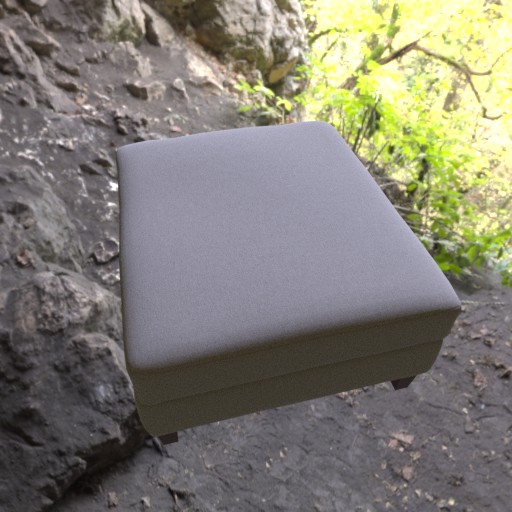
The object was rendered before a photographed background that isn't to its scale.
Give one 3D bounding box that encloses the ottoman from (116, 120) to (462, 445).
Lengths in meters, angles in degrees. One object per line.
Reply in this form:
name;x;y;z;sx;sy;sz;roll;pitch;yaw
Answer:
ottoman;0.000;0.000;1.470;0.836;0.492;0.976;-10;46;-10
